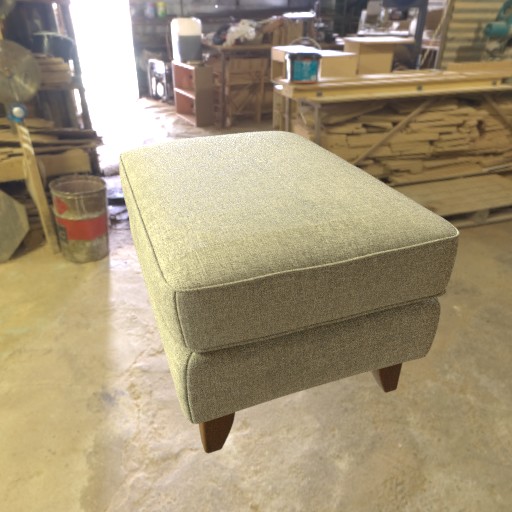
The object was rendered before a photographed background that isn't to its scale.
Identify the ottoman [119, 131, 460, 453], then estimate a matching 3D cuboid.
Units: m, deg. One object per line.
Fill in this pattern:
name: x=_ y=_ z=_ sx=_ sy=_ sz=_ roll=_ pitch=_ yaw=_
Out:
ottoman: x=0.000 y=0.000 z=1.300 sx=0.661 sy=0.561 sz=0.889 roll=-11 pitch=32 yaw=-18
